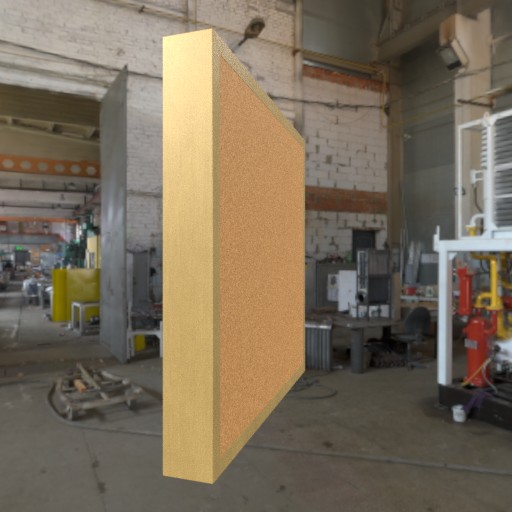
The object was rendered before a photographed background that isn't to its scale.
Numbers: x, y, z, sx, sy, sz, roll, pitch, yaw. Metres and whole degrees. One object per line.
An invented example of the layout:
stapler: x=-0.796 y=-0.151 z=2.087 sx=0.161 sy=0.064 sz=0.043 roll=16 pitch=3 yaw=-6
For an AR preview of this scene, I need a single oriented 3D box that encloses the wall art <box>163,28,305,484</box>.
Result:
wall art: x=0.000 y=0.000 z=0.447 sx=0.038 sy=0.305 sz=0.305 roll=0 pitch=0 yaw=18
